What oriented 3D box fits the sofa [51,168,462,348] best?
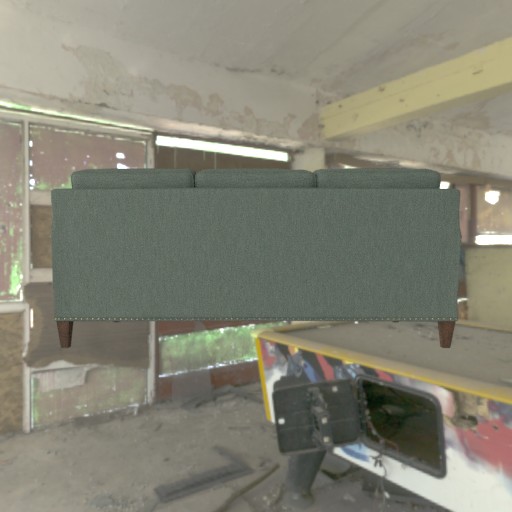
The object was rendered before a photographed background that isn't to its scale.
[{"bbox_3d":[0.000,0.000,2.857,2.246,1.003,1.084,0,1,0],"label":"sofa"}]
